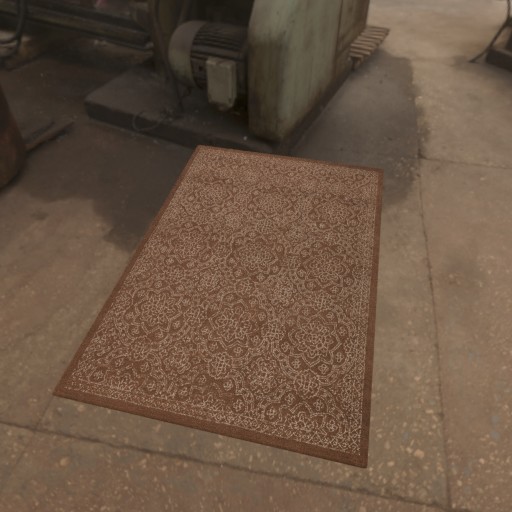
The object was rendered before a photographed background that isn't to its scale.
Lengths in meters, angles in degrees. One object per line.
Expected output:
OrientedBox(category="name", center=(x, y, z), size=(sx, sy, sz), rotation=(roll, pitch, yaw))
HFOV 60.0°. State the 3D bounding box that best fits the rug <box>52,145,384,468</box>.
OrientedBox(category="rug", center=(0.000, 0.000, 2.255), size=(1.219, 0.010, 1.829), rotation=(9, 47, 9))
